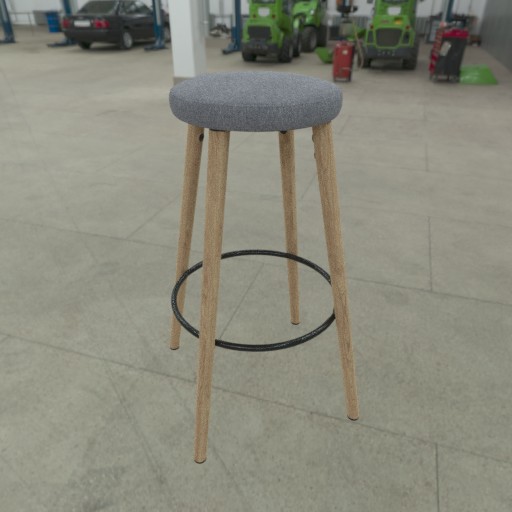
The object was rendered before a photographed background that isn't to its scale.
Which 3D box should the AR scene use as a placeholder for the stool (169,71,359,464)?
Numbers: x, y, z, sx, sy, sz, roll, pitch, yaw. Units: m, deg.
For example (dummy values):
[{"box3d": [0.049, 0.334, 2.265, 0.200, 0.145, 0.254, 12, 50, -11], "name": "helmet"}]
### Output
[{"box3d": [0.000, 0.000, 1.004, 0.410, 0.770, 0.410, -9, 32, -15], "name": "stool"}]
